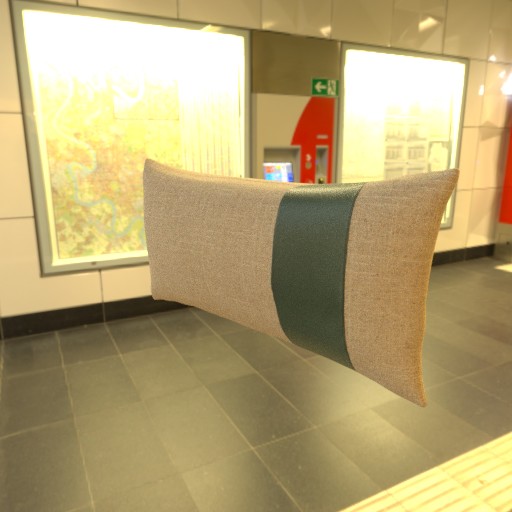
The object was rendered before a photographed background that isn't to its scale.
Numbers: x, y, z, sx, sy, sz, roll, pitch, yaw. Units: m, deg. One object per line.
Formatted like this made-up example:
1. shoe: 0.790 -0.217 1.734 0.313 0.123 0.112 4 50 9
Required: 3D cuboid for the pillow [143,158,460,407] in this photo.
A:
1. pillow: 0.000 0.000 1.023 0.859 0.429 0.197 12 18 41
